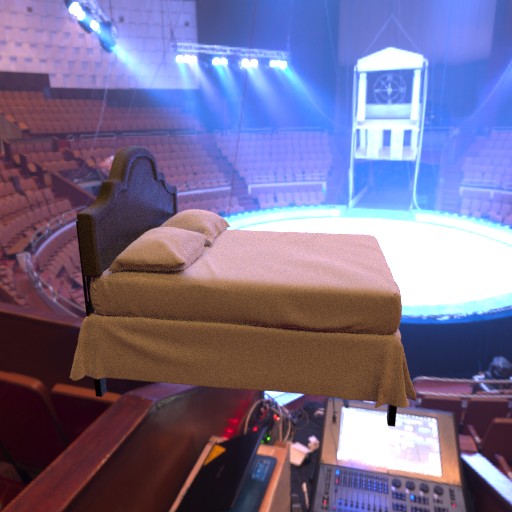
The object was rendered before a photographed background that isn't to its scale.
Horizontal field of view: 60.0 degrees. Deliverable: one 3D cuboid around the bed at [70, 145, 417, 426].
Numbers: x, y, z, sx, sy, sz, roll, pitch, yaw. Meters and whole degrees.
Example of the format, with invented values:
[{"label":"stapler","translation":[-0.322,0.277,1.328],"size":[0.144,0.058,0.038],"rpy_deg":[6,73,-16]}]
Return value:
[{"label":"bed","translation":[0.000,0.000,3.401],"size":[2.222,1.634,1.780],"rpy_deg":[3,16,9]}]
